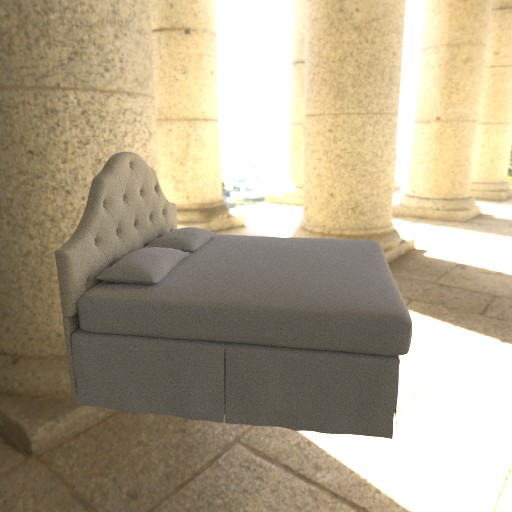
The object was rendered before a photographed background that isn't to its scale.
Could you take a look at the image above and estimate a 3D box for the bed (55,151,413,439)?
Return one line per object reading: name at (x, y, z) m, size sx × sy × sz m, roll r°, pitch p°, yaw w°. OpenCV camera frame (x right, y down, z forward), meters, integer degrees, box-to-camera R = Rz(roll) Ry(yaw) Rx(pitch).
bed at (0.000, 0.000, 3.420) m, size 2.086 × 1.555 × 2.012 m, roll 3°, pitch 16°, yaw 9°
